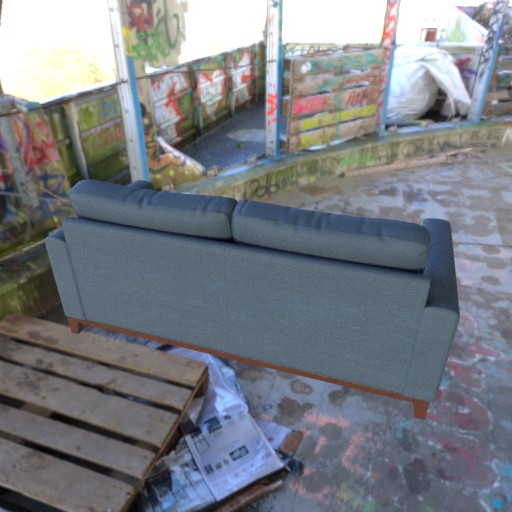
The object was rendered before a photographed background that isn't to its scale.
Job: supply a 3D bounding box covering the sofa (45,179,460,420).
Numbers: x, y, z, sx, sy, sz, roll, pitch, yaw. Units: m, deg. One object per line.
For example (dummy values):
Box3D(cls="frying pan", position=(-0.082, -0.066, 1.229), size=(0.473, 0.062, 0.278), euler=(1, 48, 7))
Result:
Box3D(cls="sofa", position=(0.000, 0.000, 2.344), size=(1.900, 0.865, 0.877), euler=(10, 32, 16))
